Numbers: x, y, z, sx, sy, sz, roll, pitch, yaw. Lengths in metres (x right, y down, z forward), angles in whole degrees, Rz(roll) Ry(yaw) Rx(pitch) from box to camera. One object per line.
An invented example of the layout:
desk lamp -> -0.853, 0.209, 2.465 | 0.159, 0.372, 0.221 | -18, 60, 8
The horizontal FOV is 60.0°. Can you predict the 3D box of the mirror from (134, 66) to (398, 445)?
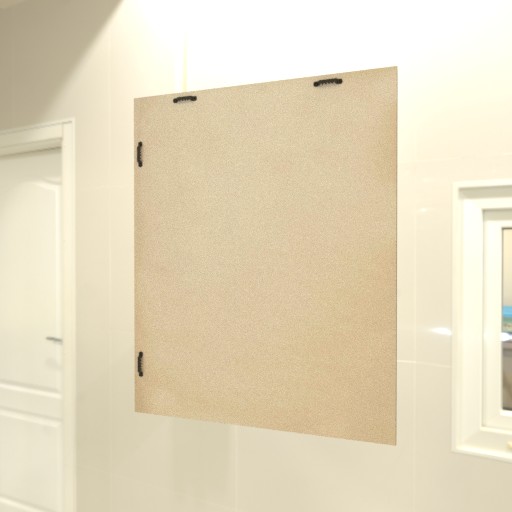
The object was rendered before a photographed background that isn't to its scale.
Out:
mirror -> 0.000, 0.000, 0.669 | 0.405, 0.508, 0.041 | 0, 1, 18
